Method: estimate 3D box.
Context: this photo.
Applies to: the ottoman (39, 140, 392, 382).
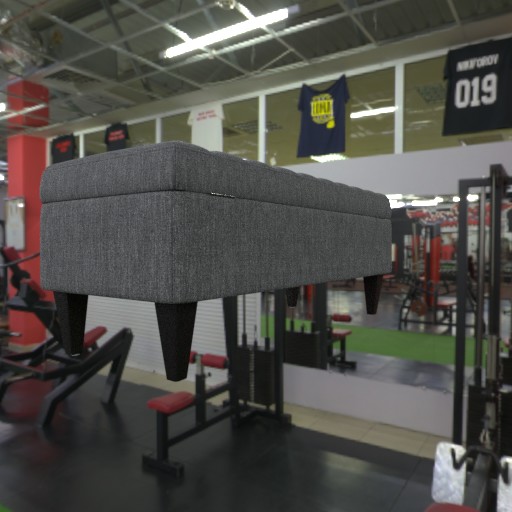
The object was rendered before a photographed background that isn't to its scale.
[{"bbox_3d":[0.000,0.000,1.390,0.482,0.469,1.151,1,2,36],"label":"ottoman"}]
